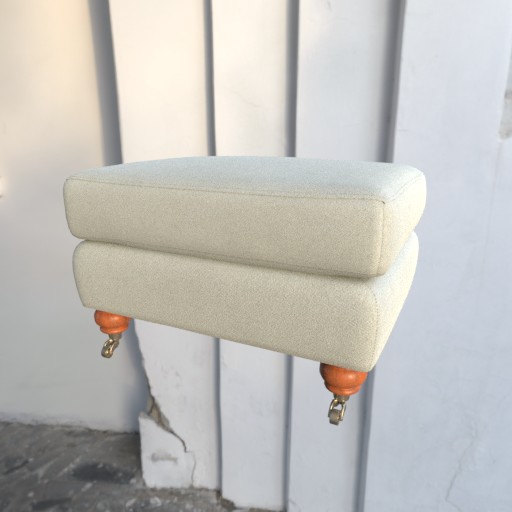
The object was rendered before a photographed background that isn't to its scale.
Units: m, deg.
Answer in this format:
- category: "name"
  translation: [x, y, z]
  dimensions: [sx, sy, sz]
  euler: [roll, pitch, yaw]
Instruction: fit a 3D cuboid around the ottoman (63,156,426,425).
- category: "ottoman"
  translation: [0.000, 0.000, 1.160]
  dimensions: [0.773, 0.499, 0.569]
  euler: [8, 18, 25]
